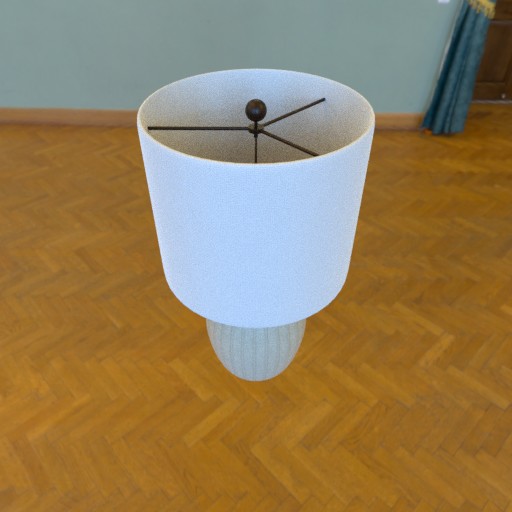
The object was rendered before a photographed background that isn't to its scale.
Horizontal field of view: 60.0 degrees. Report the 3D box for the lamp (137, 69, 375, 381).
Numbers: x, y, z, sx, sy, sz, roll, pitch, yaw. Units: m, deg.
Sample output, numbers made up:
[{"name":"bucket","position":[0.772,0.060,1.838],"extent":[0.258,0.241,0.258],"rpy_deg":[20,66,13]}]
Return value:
[{"name":"lamp","position":[0.000,0.000,0.798],"extent":[0.329,0.570,0.329],"rpy_deg":[0,41,0]}]
